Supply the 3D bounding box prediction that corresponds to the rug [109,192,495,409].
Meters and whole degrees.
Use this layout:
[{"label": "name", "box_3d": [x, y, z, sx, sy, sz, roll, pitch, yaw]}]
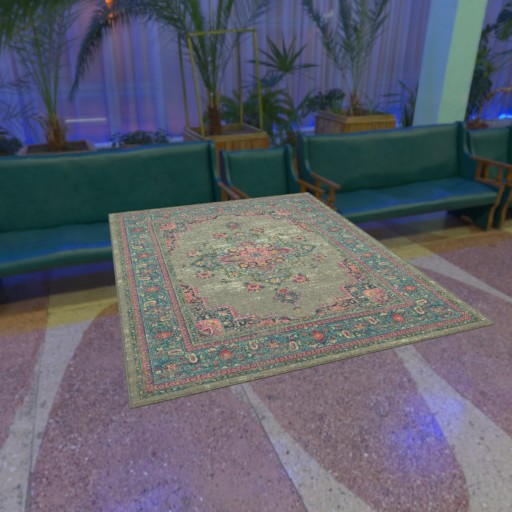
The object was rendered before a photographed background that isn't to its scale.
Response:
[{"label": "rug", "box_3d": [0.000, 0.000, 3.976, 2.434, 0.013, 3.057, -8, 27, -17]}]
